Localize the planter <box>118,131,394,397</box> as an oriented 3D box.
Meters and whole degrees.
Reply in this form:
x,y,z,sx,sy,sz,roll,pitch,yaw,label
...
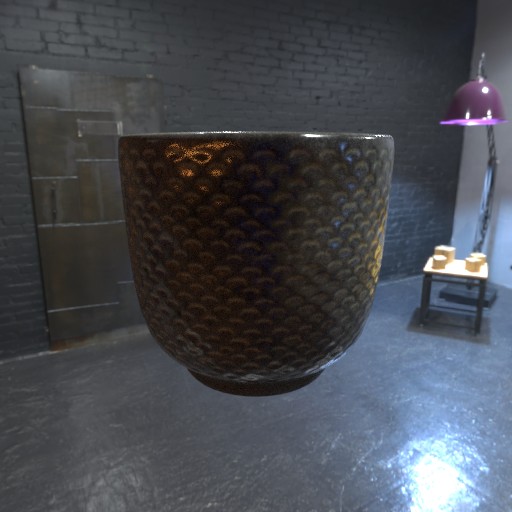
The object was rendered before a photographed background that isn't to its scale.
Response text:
x,y,z,sx,sy,sz,roll,pitch,yaw,label
0.000,0.000,0.247,0.140,0.129,0.140,0,14,0,planter
